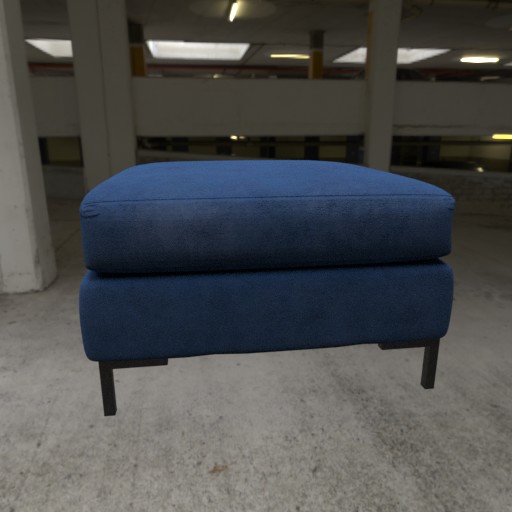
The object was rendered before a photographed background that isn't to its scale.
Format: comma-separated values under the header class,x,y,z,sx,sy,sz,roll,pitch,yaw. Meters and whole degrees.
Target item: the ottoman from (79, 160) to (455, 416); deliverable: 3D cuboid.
class,x,y,z,sx,sy,sz,roll,pitch,yaw
ottoman,0.000,0.000,1.191,0.794,0.485,0.655,-2,16,-8
